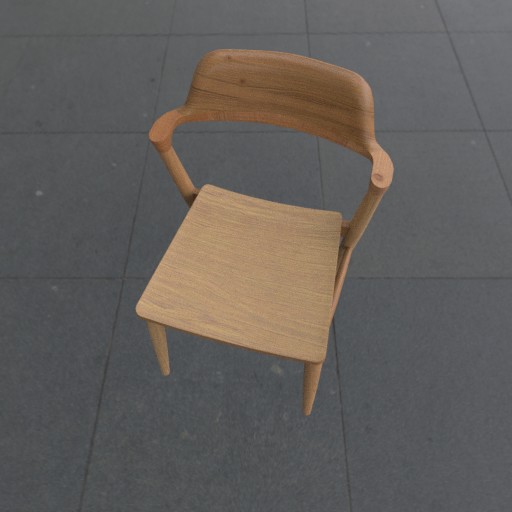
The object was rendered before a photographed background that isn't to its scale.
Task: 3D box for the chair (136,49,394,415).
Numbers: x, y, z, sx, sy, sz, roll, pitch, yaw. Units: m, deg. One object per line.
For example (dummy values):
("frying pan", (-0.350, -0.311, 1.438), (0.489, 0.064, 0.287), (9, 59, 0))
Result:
("chair", (0.000, 0.000, 1.102), (0.512, 0.792, 0.499), (13, 59, 8))
